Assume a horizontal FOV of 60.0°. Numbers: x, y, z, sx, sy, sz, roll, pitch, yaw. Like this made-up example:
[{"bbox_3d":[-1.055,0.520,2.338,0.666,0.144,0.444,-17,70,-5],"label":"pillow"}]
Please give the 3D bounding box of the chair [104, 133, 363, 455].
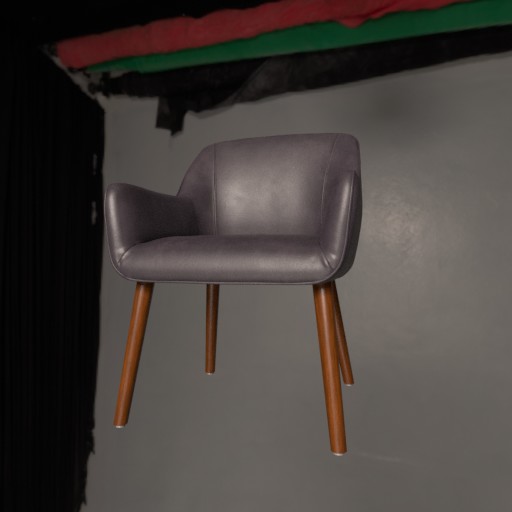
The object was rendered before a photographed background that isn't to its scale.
[{"bbox_3d":[0.000,0.000,1.265,0.610,0.828,0.610,0,0,17],"label":"chair"}]
